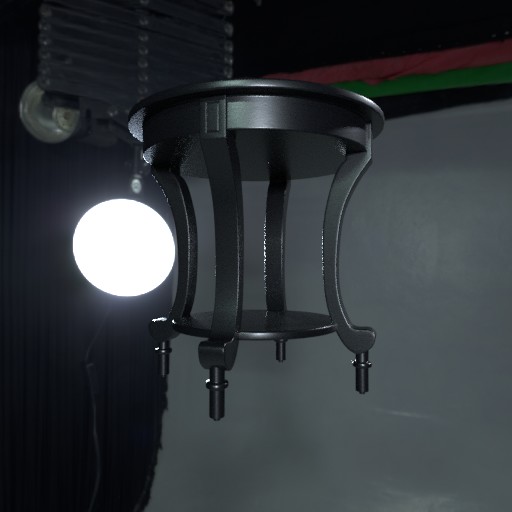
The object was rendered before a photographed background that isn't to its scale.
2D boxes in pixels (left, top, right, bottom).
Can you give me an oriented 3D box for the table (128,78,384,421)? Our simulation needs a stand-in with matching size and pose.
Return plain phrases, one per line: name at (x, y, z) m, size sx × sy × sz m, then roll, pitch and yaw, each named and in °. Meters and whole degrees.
table at (0.000, 0.000, 1.069) m, size 0.597 × 0.618 × 0.597 m, roll 0°, pitch -1°, yaw 0°
